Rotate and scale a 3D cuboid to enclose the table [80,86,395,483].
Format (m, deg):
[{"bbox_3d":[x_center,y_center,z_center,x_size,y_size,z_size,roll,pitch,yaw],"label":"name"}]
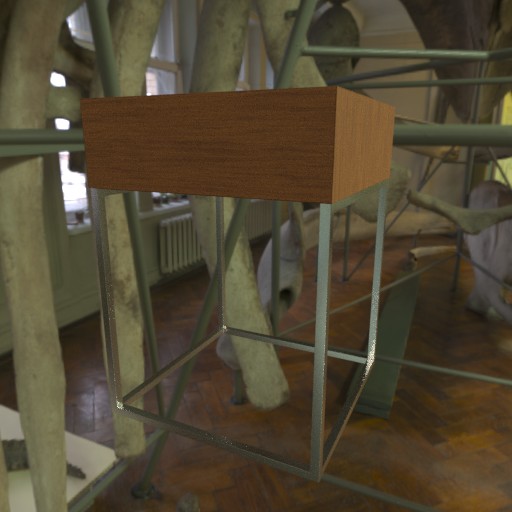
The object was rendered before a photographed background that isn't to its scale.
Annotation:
[{"bbox_3d":[0.000,0.000,0.826,0.397,0.540,0.398,7,17,25],"label":"table"}]
